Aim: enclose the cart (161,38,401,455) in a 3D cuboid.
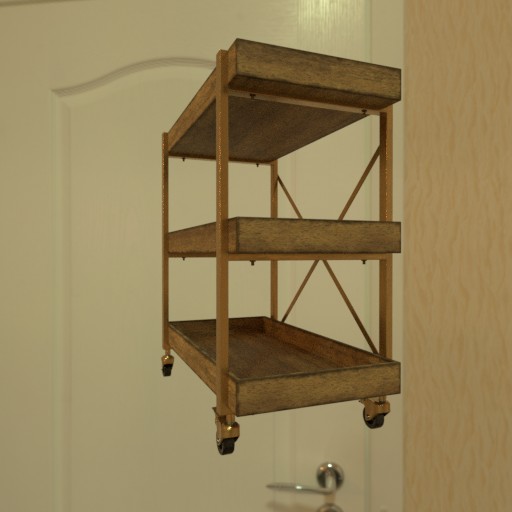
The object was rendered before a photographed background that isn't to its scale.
[{"bbox_3d":[0.000,0.000,1.224,0.416,0.799,0.750,0,0,-22],"label":"cart"}]
